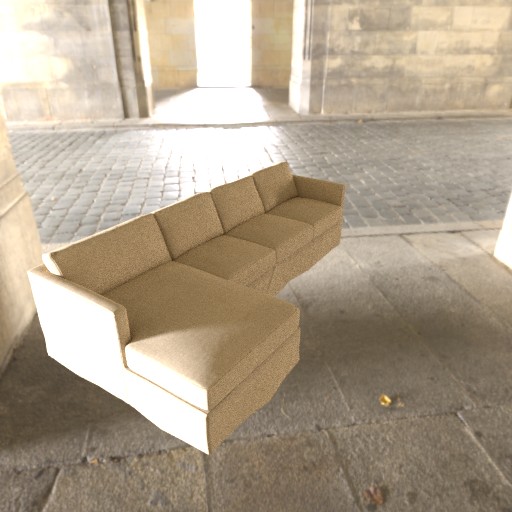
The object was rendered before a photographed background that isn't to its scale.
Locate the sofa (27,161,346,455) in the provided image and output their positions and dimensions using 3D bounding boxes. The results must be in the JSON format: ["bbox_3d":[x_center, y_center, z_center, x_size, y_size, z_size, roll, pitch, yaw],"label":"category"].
[{"bbox_3d":[0.000,0.000,3.889,1.650,0.922,3.205,17,31,31],"label":"sofa"}]
